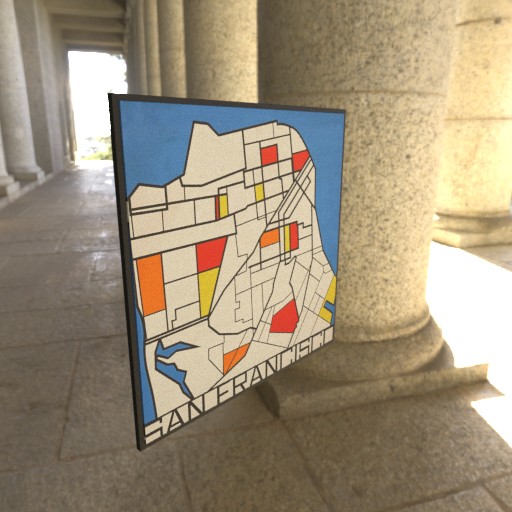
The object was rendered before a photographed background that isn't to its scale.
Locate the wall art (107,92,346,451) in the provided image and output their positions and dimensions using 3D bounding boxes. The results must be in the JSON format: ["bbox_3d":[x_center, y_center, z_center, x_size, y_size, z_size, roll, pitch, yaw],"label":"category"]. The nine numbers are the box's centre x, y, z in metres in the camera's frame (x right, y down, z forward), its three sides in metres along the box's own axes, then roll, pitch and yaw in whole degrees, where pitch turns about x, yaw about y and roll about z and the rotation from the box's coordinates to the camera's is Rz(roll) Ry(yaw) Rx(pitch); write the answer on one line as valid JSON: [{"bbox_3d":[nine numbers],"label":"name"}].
[{"bbox_3d":[0.000,0.000,1.015,0.015,0.663,0.664,14,21,42],"label":"wall art"}]
